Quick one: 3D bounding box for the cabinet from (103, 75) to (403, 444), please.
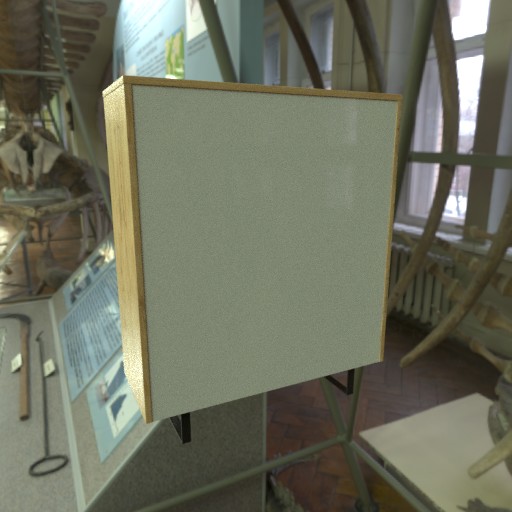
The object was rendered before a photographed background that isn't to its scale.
[{"bbox_3d":[0.000,0.000,2.015,1.168,1.397,0.473,-7,15,-26],"label":"cabinet"}]
